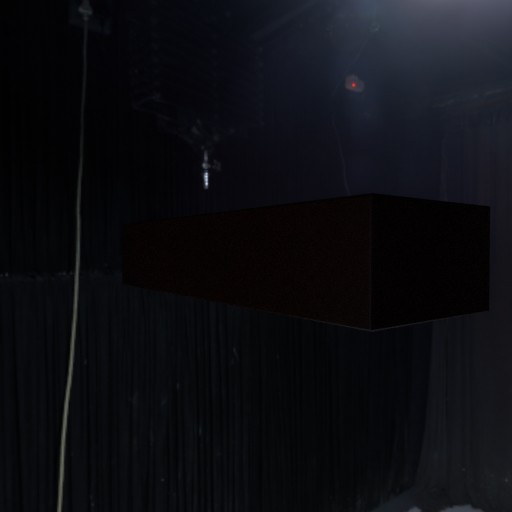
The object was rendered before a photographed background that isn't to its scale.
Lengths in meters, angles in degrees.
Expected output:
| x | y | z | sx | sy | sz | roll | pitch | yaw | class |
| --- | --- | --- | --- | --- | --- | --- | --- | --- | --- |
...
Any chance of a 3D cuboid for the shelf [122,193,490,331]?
| x | y | z | sx | sy | sz | roll | pitch | yaw | class |
| --- | --- | --- | --- | --- | --- | --- | --- | --- | --- |
| 0.000 | 0.000 | 0.512 | 0.152 | 0.088 | 0.457 | -1 | 1 | -36 | shelf |
